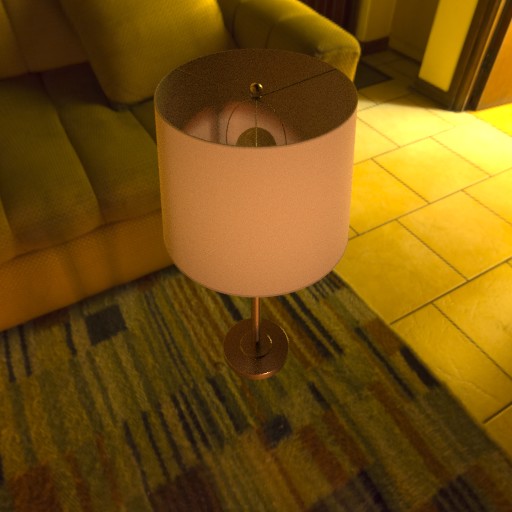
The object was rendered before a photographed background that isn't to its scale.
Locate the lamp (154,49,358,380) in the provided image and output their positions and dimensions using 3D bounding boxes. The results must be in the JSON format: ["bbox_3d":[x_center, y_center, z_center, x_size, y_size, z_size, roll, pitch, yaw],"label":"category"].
[{"bbox_3d":[0.000,0.000,0.864,0.333,0.696,0.333,0,47,0],"label":"lamp"}]
